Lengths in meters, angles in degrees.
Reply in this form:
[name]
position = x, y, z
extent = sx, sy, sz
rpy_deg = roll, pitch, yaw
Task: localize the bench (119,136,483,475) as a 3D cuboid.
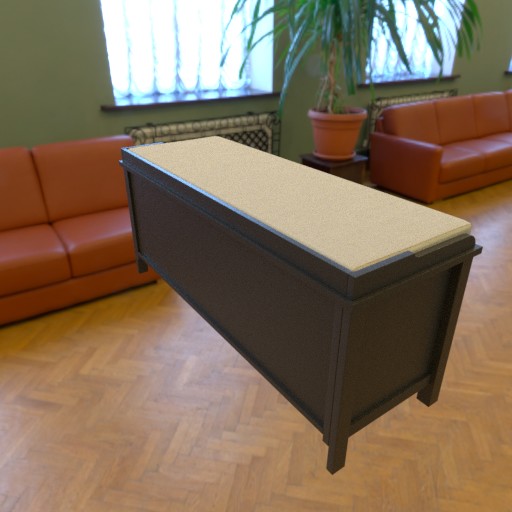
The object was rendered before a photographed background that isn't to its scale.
[bench]
position = 0.000, 0.000, 1.362
extent = 0.398, 0.501, 1.140
rpy_deg = -18, 32, -31
